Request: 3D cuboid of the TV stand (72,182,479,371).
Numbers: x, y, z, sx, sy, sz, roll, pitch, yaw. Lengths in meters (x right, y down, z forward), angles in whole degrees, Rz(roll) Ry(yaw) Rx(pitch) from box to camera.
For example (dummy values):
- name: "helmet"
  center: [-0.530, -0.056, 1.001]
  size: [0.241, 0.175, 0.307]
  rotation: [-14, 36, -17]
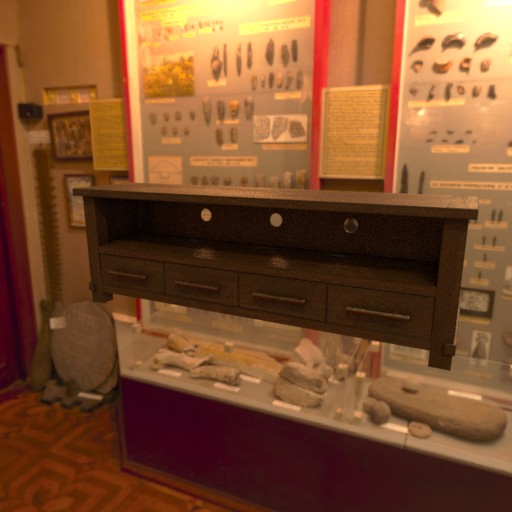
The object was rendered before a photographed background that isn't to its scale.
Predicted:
- name: "TV stand"
  center: [0.000, 0.000, 2.139]
  size: [1.866, 0.615, 0.471]
  rotation: [6, 15, 25]
